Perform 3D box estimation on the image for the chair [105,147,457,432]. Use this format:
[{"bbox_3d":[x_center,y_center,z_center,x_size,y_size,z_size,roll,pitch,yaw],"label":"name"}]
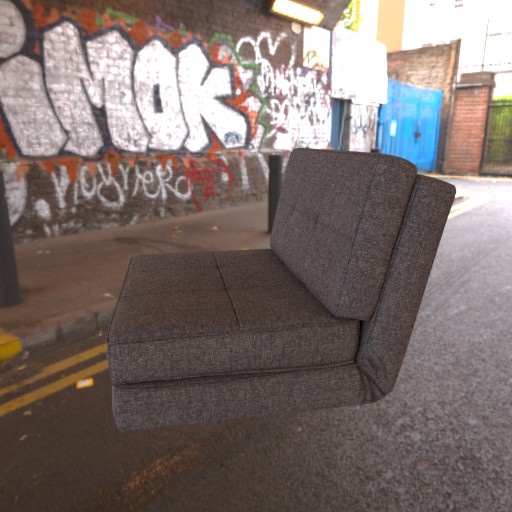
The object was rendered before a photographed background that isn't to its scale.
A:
[{"bbox_3d":[0.000,0.000,1.320,0.800,0.615,0.740,-3,15,-10],"label":"chair"}]
